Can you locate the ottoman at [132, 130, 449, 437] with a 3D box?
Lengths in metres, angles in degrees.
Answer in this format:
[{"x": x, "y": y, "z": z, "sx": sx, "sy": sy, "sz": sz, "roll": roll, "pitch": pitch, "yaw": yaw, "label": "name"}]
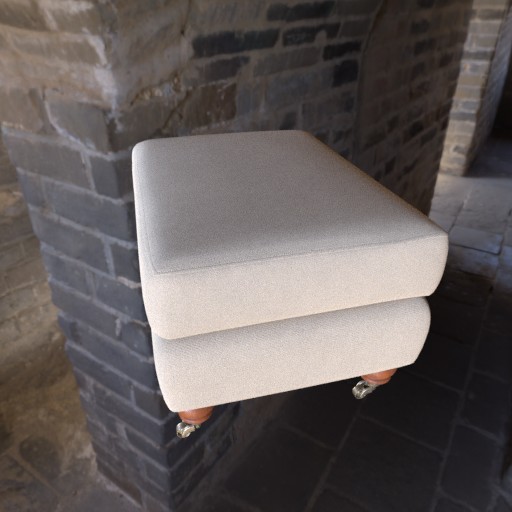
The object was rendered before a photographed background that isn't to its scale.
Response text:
[{"x": 0.000, "y": 0.000, "z": 1.153, "sx": 0.569, "sy": 0.504, "sz": 0.773, "roll": -8, "pitch": 31, "yaw": -13, "label": "ottoman"}]
